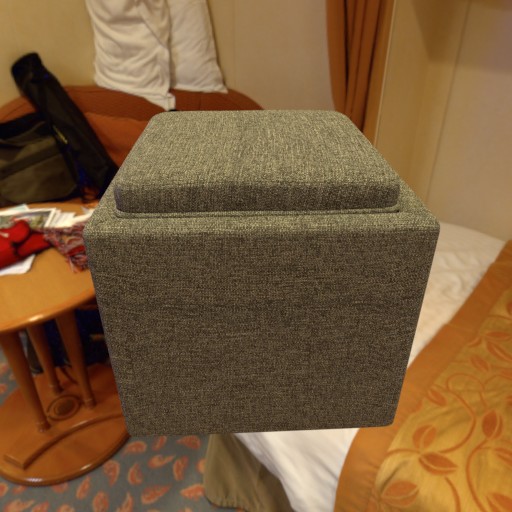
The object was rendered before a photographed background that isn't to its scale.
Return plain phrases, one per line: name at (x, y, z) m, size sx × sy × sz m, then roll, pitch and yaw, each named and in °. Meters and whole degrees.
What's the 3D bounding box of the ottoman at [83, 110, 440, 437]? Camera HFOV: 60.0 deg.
ottoman at (0.000, 0.000, 0.817) m, size 0.450 × 0.460 × 0.450 m, roll -1°, pitch 31°, yaw -2°
